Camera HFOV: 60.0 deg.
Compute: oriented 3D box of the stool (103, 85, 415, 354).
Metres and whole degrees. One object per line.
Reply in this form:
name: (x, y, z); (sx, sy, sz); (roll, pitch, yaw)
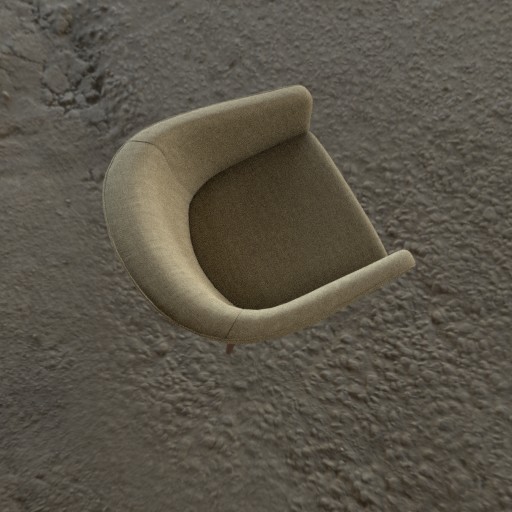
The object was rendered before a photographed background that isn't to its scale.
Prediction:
stool: (0.000, 0.000, 1.398); (0.607, 1.078, 0.559); (-27, 77, -7)
